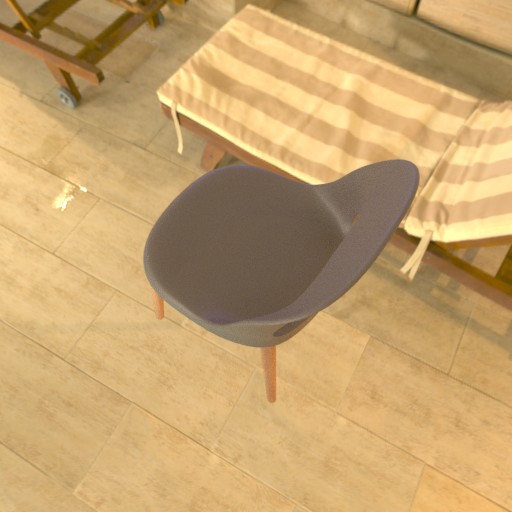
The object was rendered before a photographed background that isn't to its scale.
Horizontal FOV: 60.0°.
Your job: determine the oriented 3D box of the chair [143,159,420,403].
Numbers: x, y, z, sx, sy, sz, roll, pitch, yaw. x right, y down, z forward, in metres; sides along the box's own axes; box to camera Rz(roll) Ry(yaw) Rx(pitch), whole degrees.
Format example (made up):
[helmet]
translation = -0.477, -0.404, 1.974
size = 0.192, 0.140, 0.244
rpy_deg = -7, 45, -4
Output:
[chair]
translation = 0.000, 0.000, 1.152
size = 0.556, 0.795, 0.470
rpy_deg = 32, 67, 15
